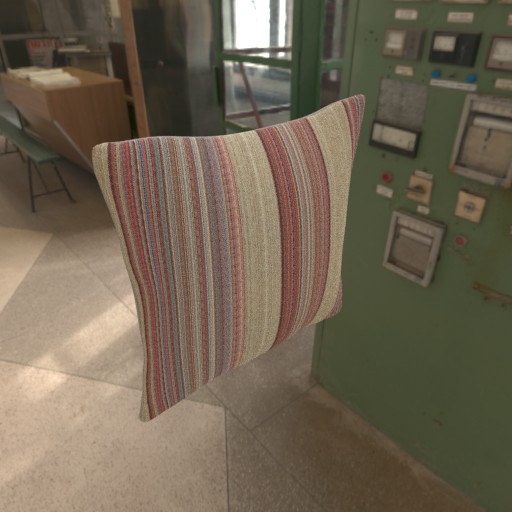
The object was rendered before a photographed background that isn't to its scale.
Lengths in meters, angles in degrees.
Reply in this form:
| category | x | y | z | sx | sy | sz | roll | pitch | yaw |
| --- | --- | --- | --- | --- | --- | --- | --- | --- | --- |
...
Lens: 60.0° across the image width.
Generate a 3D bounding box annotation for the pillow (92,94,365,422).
| category | x | y | z | sx | sy | sz | roll | pitch | yaw |
| --- | --- | --- | --- | --- | --- | --- | --- | --- | --- |
| pillow | 0.000 | 0.000 | 0.667 | 0.437 | 0.419 | 0.136 | -22 | 37 | -33 |
